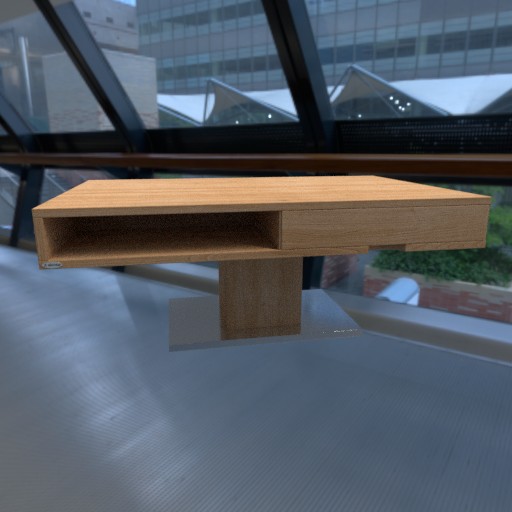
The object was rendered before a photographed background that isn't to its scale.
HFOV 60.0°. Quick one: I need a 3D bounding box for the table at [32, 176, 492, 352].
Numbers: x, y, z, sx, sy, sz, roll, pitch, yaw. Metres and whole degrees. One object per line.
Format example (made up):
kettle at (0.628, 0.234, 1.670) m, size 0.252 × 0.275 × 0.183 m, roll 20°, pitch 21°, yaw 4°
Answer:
table at (0.000, 0.000, 1.425) m, size 1.100 × 0.440 × 0.700 m, roll -3°, pitch 15°, yaw -10°
